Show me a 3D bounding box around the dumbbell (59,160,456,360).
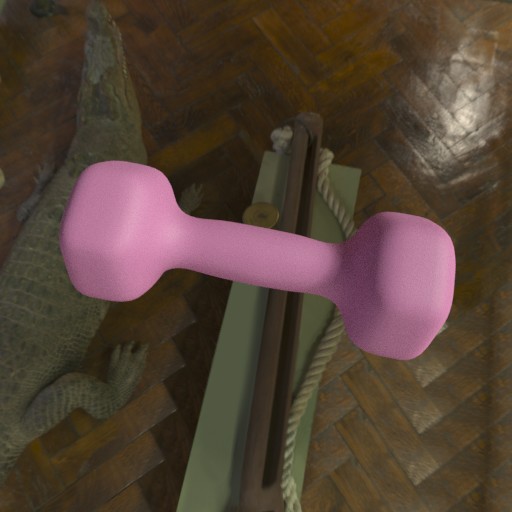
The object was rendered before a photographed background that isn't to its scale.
[{"bbox_3d":[0.000,0.000,0.192,0.159,0.058,0.064,12,76,3],"label":"dumbbell"}]
